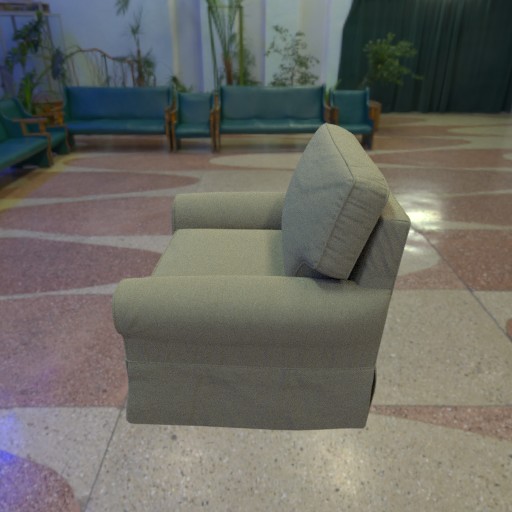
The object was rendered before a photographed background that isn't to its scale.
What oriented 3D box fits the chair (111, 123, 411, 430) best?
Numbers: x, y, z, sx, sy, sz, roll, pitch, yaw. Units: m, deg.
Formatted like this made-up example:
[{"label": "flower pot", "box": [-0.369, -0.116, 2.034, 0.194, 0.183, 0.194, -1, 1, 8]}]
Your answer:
[{"label": "chair", "box": [0.000, 0.000, 1.926, 0.988, 1.017, 1.135, 1, 26, 3]}]
